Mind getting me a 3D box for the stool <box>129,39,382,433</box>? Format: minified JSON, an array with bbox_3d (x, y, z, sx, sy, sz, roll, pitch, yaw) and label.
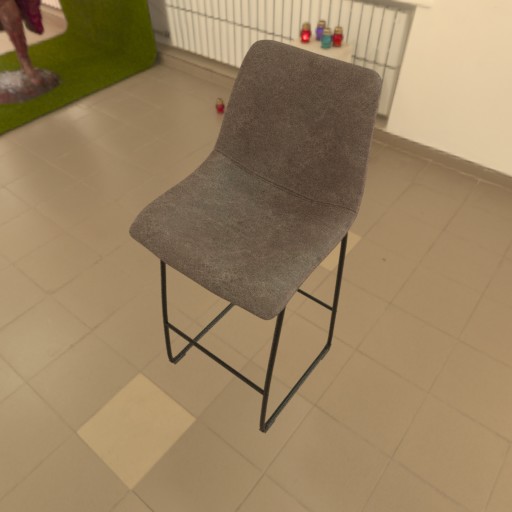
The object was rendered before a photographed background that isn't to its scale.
[{"bbox_3d":[0.000,0.000,1.386,0.514,1.082,0.561,29,52,25],"label":"stool"}]
